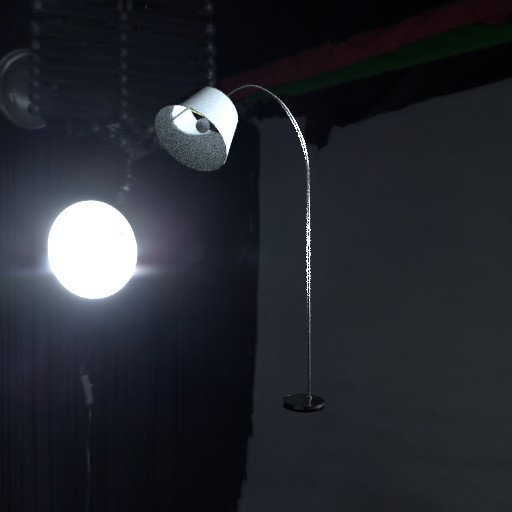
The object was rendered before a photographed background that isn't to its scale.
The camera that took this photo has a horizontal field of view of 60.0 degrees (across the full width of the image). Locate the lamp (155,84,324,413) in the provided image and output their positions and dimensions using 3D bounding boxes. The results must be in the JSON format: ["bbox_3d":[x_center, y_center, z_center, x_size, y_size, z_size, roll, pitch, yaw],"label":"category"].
[{"bbox_3d":[0.000,0.000,2.680,0.406,2.098,1.445,-1,-1,35],"label":"lamp"}]
